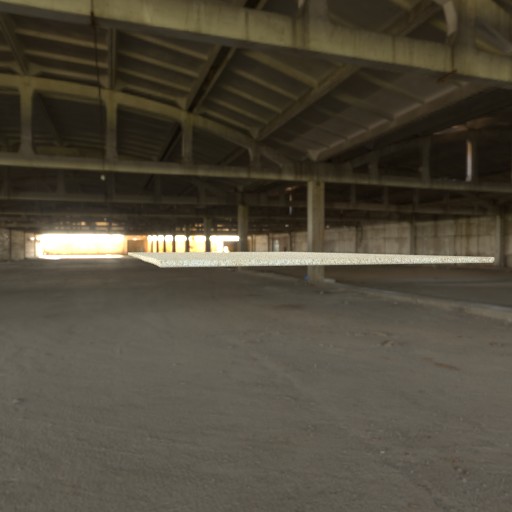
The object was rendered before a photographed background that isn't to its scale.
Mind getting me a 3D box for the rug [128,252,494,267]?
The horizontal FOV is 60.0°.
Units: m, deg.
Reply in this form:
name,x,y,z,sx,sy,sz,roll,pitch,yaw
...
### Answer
name,x,y,z,sx,sy,sz,roll,pitch,yaw
rug,0.000,0.000,2.889,1.500,0.025,2.346,0,1,-19
